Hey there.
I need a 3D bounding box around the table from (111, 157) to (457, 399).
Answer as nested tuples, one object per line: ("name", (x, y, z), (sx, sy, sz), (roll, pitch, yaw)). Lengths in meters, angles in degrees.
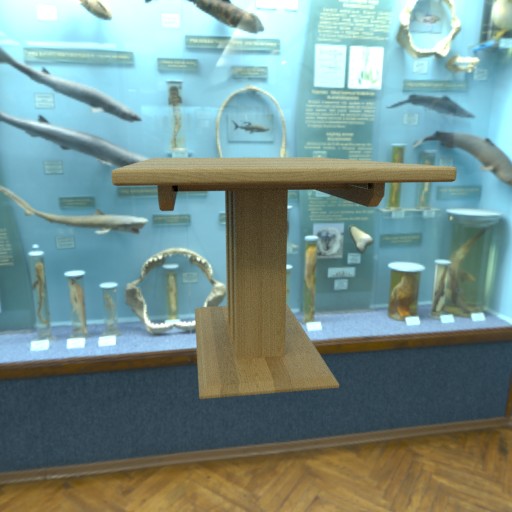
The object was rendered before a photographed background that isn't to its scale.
("table", (0.000, 0.000, 1.836), (0.900, 0.770, 1.300), (-2, 14, -8))
